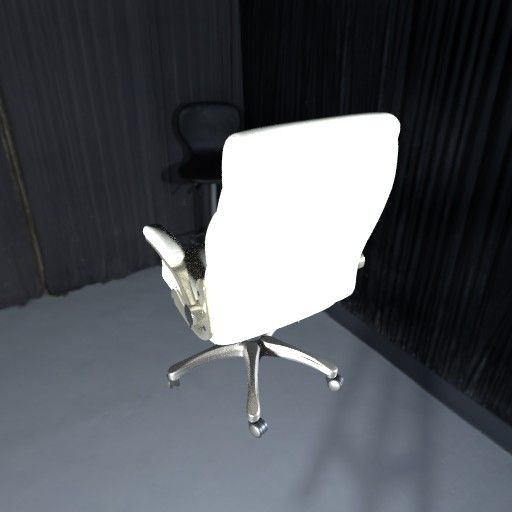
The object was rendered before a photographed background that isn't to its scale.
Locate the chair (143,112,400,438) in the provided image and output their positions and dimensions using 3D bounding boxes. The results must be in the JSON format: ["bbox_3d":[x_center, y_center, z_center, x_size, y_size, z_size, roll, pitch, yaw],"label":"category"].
[{"bbox_3d":[0.000,0.000,1.631,0.740,1.110,0.794,-18,34,-29],"label":"chair"}]
